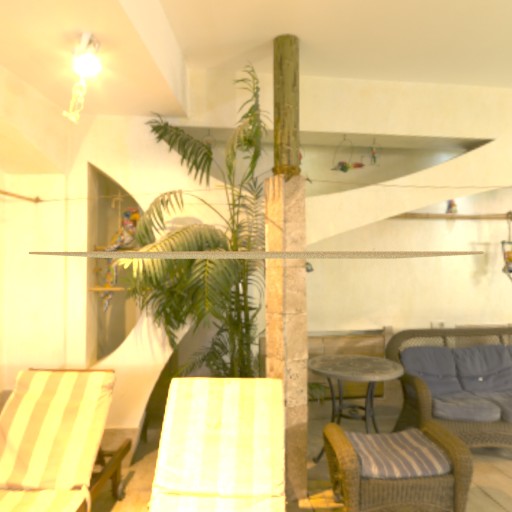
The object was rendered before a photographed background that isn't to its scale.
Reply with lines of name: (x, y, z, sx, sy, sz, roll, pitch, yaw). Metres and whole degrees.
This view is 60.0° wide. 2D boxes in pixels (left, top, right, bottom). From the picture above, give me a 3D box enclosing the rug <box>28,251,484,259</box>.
rug: (0.000, 0.000, 2.967, 2.290, 0.014, 1.526, 0, -1, 1)
